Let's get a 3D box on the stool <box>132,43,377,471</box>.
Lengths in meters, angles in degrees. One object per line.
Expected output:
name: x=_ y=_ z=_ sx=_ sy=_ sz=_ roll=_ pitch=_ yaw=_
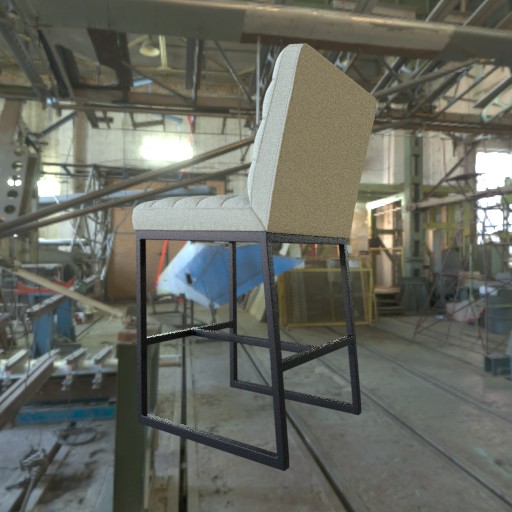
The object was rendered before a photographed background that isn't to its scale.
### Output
stool: x=0.000 y=0.000 z=1.279 sx=0.560 sy=0.940 sz=0.460 roll=0 pitch=0 yaw=35
